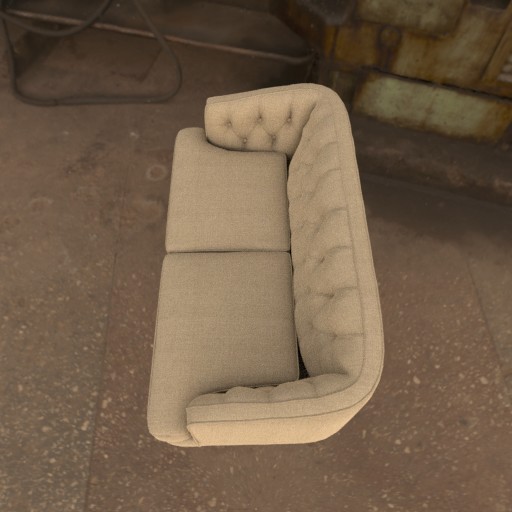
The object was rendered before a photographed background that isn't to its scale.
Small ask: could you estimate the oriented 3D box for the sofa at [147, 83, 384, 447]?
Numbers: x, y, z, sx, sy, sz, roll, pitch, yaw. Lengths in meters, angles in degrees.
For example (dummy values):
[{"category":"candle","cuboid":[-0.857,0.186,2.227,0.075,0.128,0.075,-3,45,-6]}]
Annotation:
[{"category":"sofa","cuboid":[0.000,0.000,2.250,0.941,0.855,1.733,-1,60,0]}]
